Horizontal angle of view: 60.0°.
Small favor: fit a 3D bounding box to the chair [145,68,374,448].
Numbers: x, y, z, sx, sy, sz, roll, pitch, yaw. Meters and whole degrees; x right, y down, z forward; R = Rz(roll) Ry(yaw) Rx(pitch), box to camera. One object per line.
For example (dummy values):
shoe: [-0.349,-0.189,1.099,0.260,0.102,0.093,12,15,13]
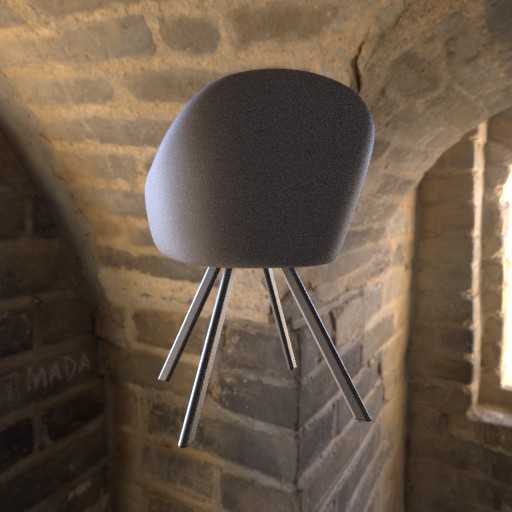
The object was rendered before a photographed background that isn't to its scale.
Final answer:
chair: [0.000,0.000,1.164,0.540,0.780,0.570,-1,2,-18]
